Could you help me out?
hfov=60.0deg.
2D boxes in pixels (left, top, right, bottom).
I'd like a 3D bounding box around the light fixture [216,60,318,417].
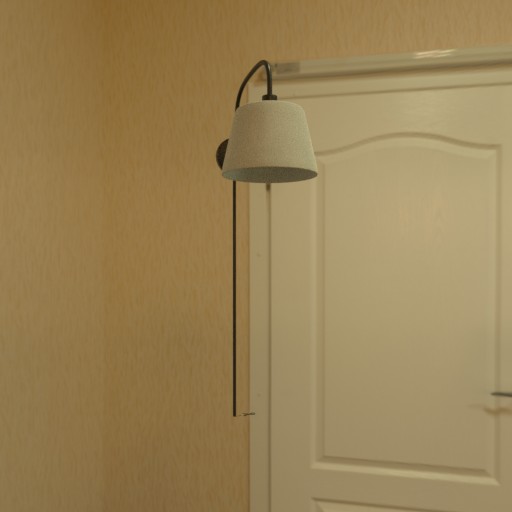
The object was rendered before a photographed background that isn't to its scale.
[{"bbox_3d":[0.000,0.000,0.466,0.092,0.399,0.176,0,1,-18],"label":"light fixture"}]
